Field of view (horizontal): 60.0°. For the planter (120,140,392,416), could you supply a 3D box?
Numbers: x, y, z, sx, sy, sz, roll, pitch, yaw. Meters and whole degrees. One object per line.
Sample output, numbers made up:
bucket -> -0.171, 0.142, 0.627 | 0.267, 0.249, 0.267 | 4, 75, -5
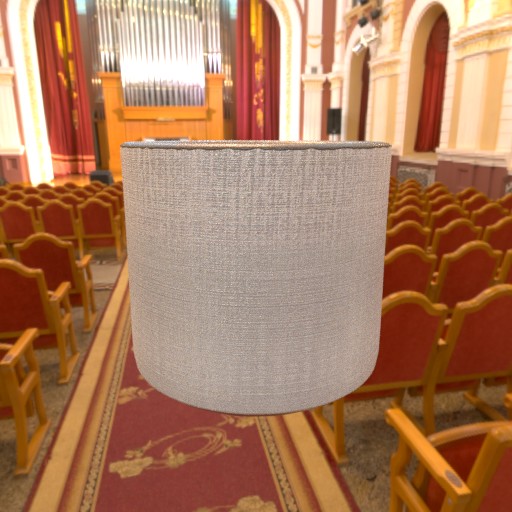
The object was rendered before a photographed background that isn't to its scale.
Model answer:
planter -> 0.000, 0.000, 0.223 | 0.125, 0.112, 0.125 | 0, 15, 0
